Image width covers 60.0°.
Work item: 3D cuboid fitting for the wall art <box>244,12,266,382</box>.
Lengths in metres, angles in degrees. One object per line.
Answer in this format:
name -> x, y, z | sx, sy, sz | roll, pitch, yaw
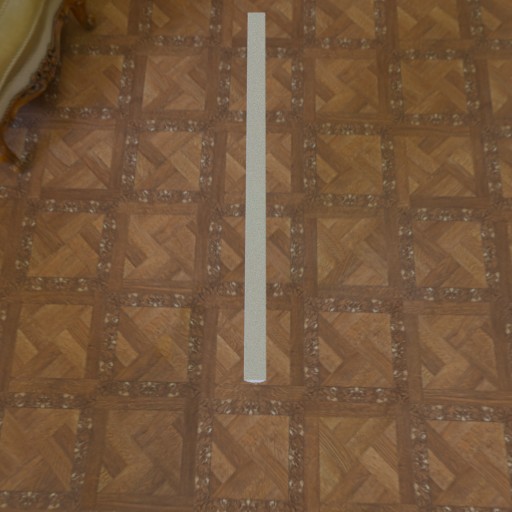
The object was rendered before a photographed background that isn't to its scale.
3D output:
wall art -> 0.000, 0.000, 1.399 | 0.038, 1.143, 0.764 | 0, 74, 0
